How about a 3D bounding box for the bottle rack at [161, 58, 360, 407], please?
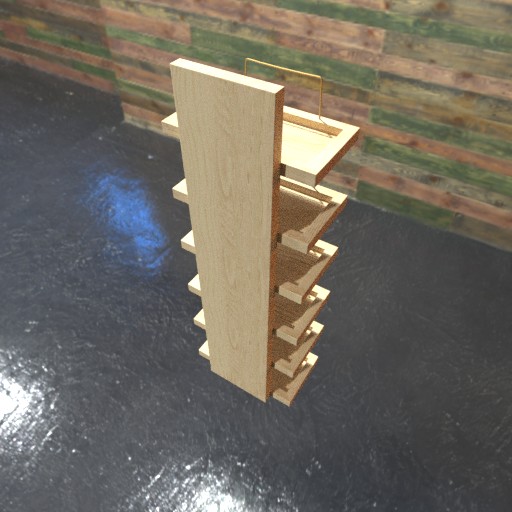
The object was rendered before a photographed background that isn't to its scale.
[{"bbox_3d":[0.000,0.000,1.070,0.330,0.943,0.206,24,50,22],"label":"bottle rack"}]
